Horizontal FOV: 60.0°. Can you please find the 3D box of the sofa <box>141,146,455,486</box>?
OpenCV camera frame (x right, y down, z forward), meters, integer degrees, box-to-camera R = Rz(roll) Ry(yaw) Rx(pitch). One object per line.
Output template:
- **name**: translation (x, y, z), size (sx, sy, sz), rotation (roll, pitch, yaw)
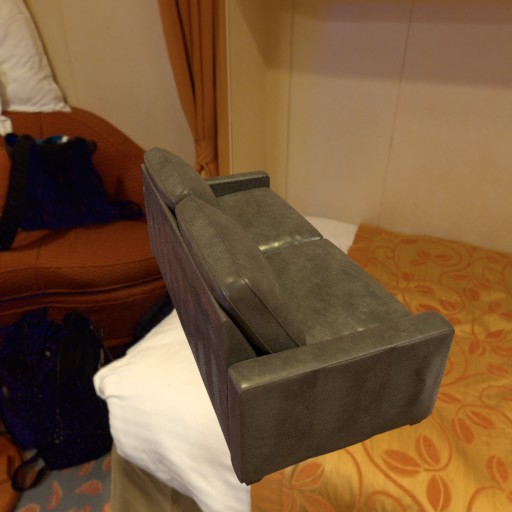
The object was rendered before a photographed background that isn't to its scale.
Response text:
- **sofa**: translation (0.000, 0.000, 2.510), size (0.939, 0.916, 2.081), rotation (-11, 32, -18)
